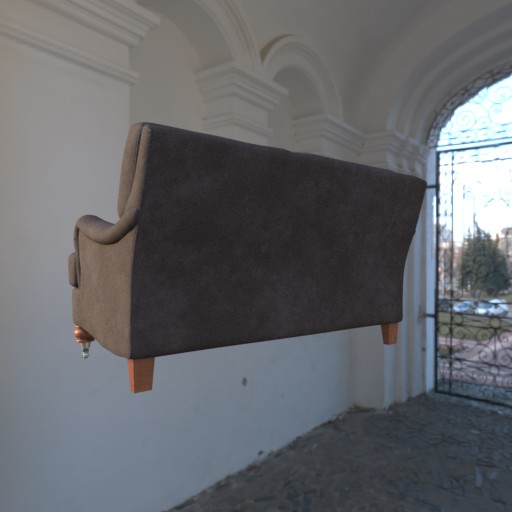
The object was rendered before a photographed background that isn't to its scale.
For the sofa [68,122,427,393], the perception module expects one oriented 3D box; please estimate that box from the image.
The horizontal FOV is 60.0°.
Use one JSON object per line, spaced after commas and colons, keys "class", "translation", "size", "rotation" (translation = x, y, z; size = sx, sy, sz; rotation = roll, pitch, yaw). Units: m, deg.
{"class": "sofa", "translation": [0.000, 0.000, 2.539], "size": [1.853, 1.101, 1.084], "rotation": [0, 0, -37]}
